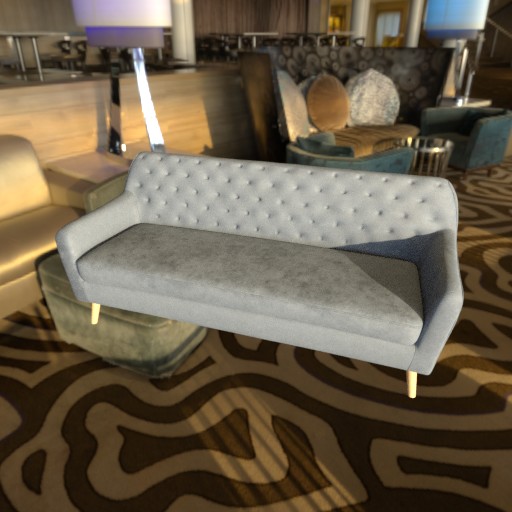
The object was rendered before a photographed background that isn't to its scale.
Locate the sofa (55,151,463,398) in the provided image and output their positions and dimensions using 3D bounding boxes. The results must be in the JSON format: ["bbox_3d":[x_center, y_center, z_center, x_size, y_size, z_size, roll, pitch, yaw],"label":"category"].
[{"bbox_3d":[0.000,0.000,2.377,1.975,0.832,0.841,9,28,17],"label":"sofa"}]
